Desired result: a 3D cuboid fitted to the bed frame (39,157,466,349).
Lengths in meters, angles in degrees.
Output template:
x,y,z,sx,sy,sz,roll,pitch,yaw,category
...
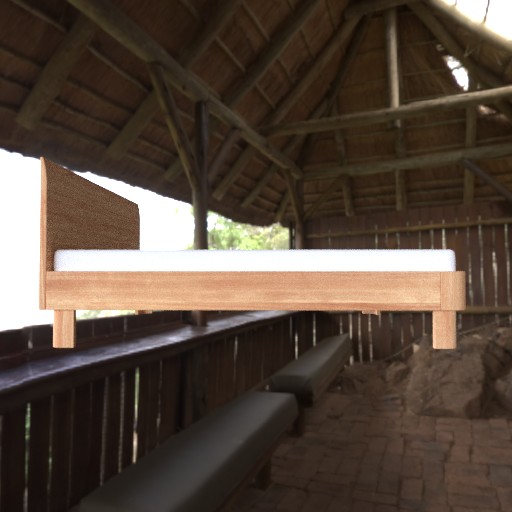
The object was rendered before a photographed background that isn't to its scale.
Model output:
x,y,z,sx,sy,sz,roll,pitch,yaw,category
0.000,0.000,2.976,2.092,0.940,1.660,0,-1,1,bed frame
